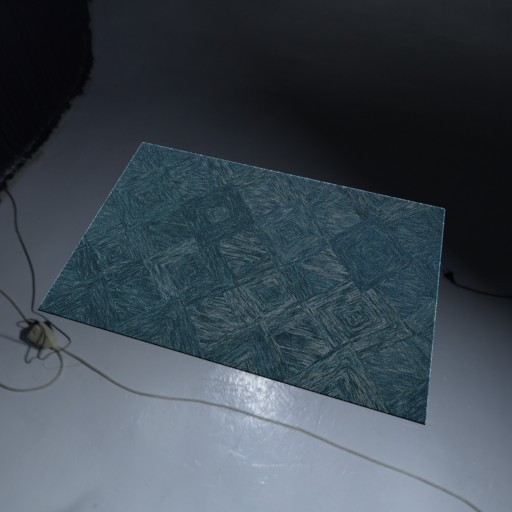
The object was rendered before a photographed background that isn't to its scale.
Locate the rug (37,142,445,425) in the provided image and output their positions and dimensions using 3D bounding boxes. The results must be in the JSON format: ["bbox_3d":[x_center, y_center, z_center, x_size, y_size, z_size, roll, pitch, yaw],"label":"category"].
[{"bbox_3d":[0.000,0.000,2.852,2.277,0.015,1.490,14,58,9],"label":"rug"}]
